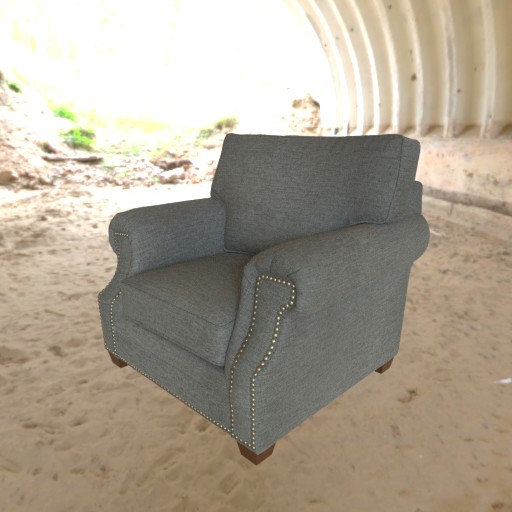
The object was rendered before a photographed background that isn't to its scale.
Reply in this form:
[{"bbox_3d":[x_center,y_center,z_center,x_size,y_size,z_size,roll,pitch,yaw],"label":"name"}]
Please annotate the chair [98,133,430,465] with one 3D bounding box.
[{"bbox_3d":[0.000,0.000,1.802,1.092,0.961,0.965,15,22,42],"label":"chair"}]
